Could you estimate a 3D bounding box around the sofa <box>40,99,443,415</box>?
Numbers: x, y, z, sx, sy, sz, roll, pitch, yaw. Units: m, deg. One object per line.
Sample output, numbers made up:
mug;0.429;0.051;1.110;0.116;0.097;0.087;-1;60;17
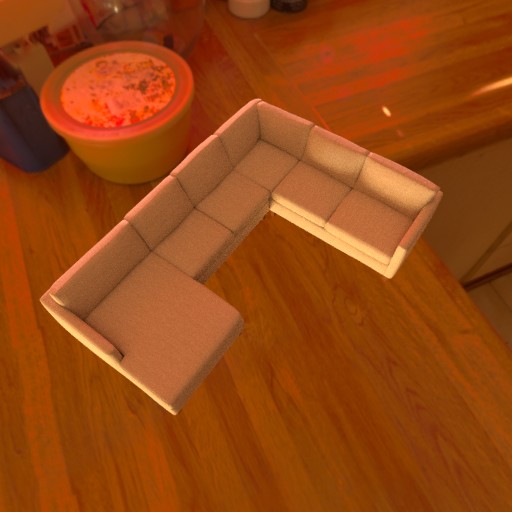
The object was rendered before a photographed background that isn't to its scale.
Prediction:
sofa;0.000;0.000;4.685;2.594;0.961;3.460;32;64;17
